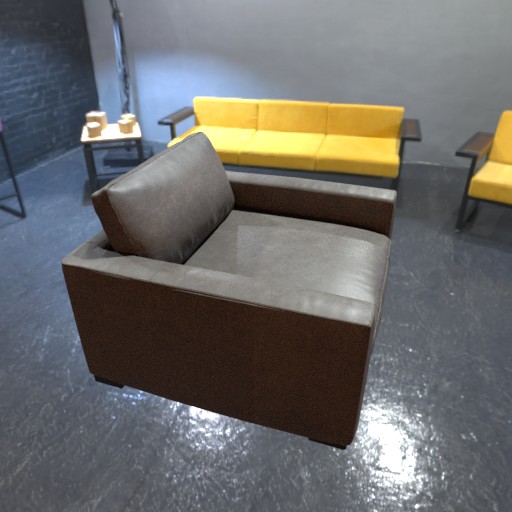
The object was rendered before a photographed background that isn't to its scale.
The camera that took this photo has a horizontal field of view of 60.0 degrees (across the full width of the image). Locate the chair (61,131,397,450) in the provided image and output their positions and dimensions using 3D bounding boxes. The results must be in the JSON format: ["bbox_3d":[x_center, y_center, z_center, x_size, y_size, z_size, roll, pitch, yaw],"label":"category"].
[{"bbox_3d":[0.000,0.000,1.867,1.080,0.807,1.106,10,32,16],"label":"chair"}]
